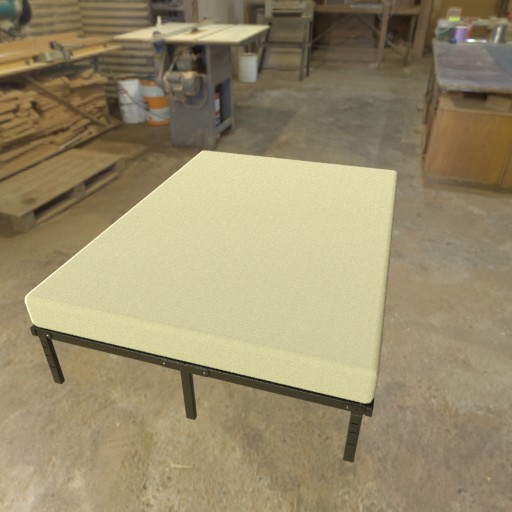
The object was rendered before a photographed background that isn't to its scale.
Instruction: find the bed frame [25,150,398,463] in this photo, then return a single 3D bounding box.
[{"bbox_3d":[0.000,0.000,3.477,1.990,0.680,2.635,9,34,14],"label":"bed frame"}]
